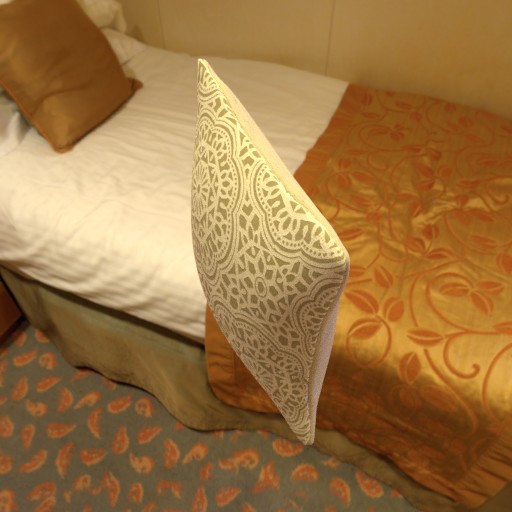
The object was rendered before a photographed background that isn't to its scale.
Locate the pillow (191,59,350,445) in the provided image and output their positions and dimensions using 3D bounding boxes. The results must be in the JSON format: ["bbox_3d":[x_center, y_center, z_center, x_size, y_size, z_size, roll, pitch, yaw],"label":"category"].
[{"bbox_3d":[0.000,0.000,0.663,0.167,0.421,0.438,-16,49,-15],"label":"pillow"}]
